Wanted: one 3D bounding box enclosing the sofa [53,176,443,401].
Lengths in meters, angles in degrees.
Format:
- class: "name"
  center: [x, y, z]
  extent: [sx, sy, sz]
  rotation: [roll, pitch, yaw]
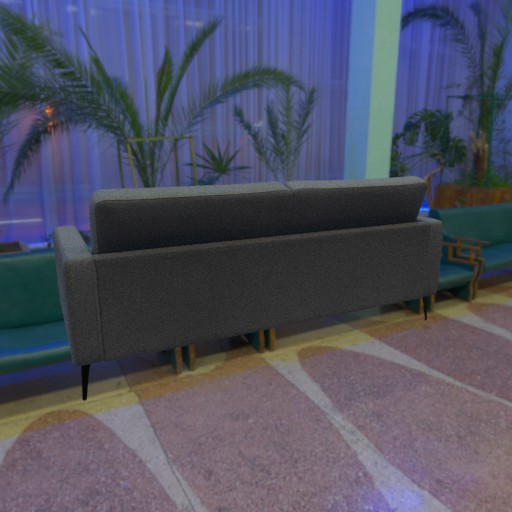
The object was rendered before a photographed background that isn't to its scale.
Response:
- class: "sofa"
  center: [0.000, 0.000, 2.361]
  extent: [1.925, 0.828, 0.774]
  rotation: [-7, 16, -26]
